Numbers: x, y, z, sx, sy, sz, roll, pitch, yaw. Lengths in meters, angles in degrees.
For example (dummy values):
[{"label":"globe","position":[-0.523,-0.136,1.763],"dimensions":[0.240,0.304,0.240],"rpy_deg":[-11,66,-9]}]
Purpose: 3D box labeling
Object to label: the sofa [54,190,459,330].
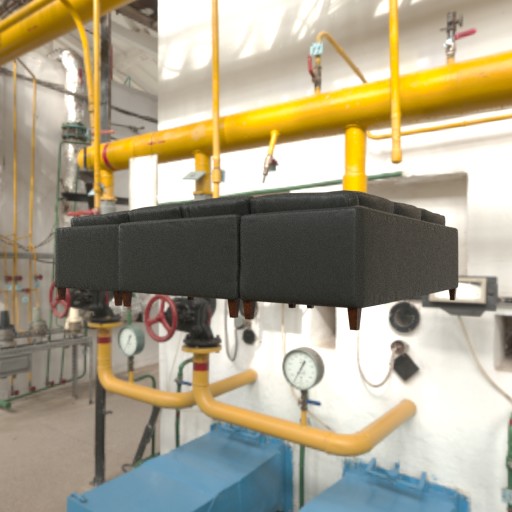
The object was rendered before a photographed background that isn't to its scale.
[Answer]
[{"label":"sofa","position":[0.000,0.000,4.666],"dimensions":[3.460,0.923,2.593],"rpy_deg":[0,0,37]}]
